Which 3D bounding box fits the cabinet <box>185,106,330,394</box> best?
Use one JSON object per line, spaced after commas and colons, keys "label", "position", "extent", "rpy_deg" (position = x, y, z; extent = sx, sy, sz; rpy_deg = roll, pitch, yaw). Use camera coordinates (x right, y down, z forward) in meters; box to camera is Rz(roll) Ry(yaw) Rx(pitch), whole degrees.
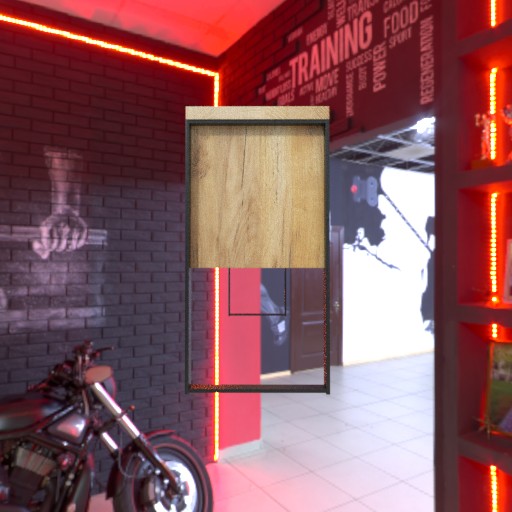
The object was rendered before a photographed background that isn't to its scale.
{"label": "cabinet", "position": [0.000, 0.000, 2.071], "extent": [0.395, 0.762, 1.800], "rpy_deg": [0, -1, 0]}
